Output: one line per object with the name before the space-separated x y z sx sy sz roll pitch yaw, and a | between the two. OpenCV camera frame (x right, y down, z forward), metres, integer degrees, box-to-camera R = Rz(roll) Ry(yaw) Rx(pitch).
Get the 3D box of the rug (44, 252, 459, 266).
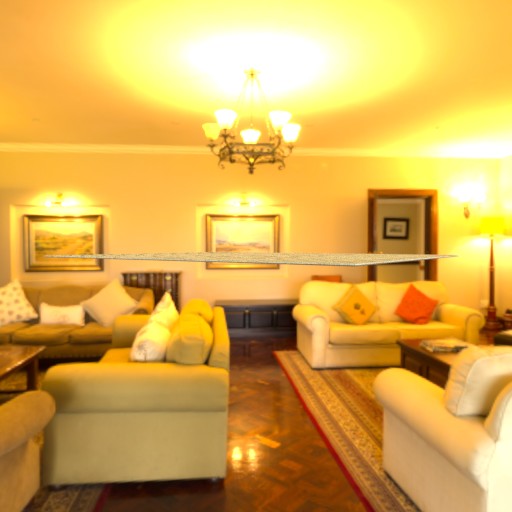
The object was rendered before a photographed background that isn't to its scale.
rug | 0.000 0.000 4.166 3.050 0.016 2.441 1 2 36
